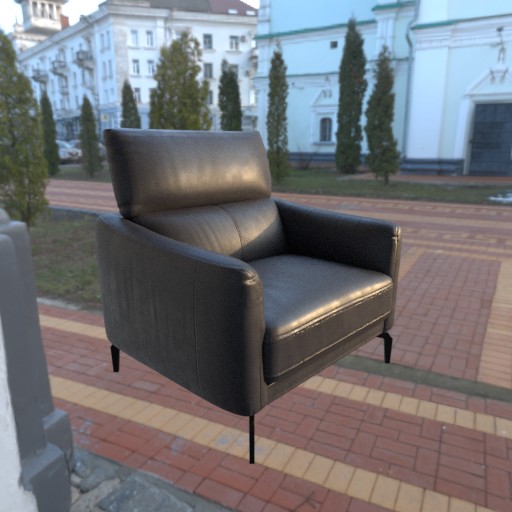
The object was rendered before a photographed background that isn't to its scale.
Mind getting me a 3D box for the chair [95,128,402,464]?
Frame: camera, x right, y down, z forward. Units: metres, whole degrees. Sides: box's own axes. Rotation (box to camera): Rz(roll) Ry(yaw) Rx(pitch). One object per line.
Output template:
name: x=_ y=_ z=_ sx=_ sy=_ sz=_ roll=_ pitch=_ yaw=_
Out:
chair: x=0.000 y=0.000 z=1.702 sx=0.809 sy=0.949 sz=0.976 roll=13 pitch=20 yaw=42
